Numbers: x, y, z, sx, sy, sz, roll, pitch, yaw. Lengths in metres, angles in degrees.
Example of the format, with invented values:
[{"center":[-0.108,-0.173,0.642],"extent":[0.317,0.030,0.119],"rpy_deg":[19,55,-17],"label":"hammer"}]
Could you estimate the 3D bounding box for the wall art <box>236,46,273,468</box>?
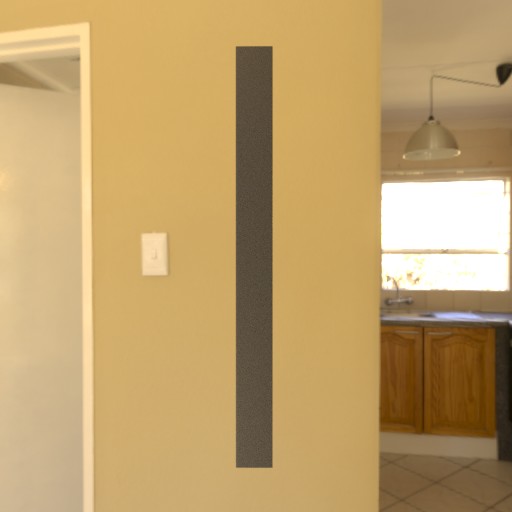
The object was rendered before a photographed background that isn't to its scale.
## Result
[{"center":[0.000,0.000,0.528],"extent":[0.028,0.321,0.381],"rpy_deg":[0,0,0],"label":"wall art"}]
